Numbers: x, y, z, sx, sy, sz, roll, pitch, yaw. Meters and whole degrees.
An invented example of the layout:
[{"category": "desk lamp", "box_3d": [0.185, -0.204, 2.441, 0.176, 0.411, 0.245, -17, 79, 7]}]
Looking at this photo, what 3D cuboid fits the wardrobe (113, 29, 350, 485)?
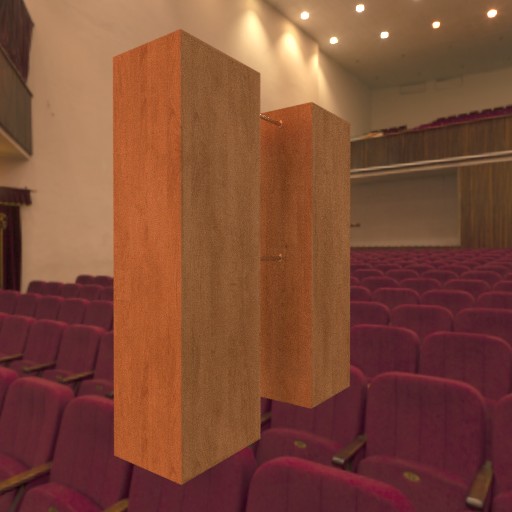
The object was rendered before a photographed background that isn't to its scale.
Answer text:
[{"category": "wardrobe", "box_3d": [0.000, 0.000, 2.800, 0.480, 2.000, 1.770, 0, 1, 36]}]
